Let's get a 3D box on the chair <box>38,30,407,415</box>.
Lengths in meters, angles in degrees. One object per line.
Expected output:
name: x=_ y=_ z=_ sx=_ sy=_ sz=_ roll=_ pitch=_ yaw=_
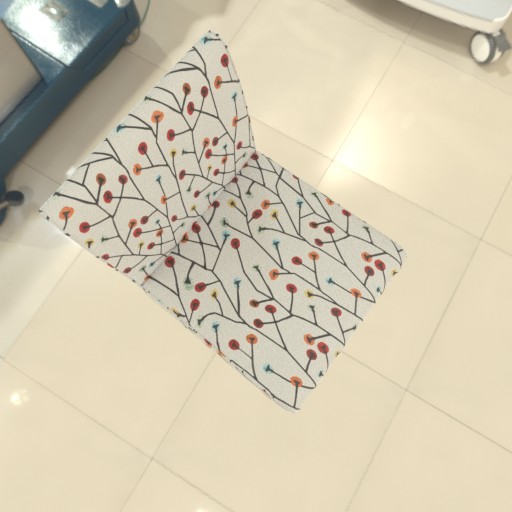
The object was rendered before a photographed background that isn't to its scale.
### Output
chair: x=0.000 y=0.000 z=1.308 sx=0.732 sy=0.813 sz=0.597 roll=37 pitch=79 yaw=8
